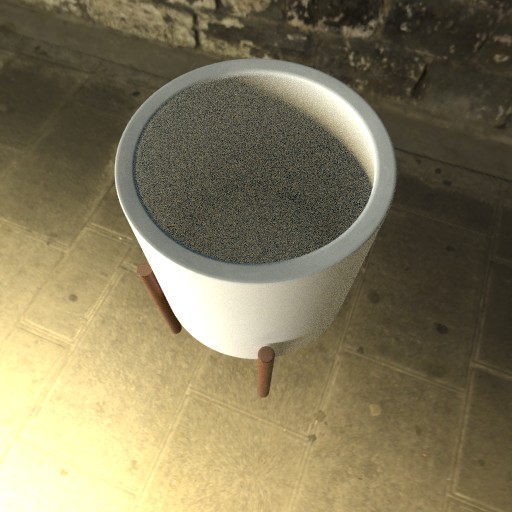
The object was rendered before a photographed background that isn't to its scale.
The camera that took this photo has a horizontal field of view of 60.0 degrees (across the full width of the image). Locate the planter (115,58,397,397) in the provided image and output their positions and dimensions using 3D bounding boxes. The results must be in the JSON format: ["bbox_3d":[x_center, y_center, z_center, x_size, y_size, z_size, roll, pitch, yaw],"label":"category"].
[{"bbox_3d":[0.000,0.000,0.959,0.417,0.670,0.417,33,68,15],"label":"planter"}]
